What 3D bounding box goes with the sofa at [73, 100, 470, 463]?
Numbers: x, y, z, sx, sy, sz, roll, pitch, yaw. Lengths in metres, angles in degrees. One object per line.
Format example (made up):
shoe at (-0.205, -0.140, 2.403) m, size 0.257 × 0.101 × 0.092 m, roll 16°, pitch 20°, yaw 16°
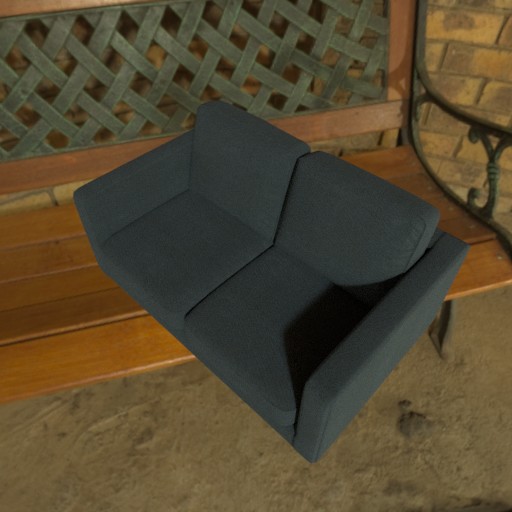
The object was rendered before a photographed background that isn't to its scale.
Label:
sofa at (0.000, 0.000, 2.117) m, size 1.518 × 0.930 × 0.999 m, roll 35°, pitch 56°, yaw 28°
